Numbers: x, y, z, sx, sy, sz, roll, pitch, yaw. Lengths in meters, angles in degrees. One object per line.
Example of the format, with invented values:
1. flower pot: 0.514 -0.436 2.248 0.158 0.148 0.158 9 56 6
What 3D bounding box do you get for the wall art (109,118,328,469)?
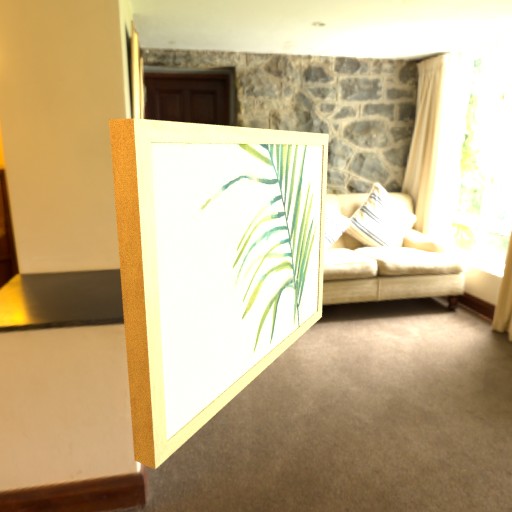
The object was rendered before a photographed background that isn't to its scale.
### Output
1. wall art: 0.000 0.000 0.691 0.032 0.380 0.532 7 15 28
